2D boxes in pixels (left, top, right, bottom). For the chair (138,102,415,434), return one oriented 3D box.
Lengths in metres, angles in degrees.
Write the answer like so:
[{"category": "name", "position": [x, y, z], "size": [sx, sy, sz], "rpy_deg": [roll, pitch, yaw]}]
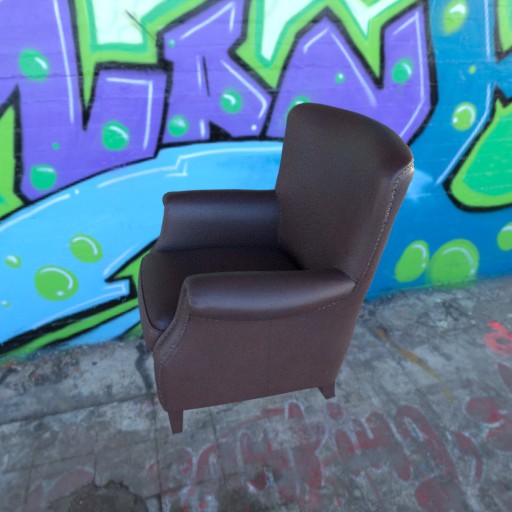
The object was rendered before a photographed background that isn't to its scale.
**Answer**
[{"category": "chair", "position": [0.000, 0.000, 1.382], "size": [0.746, 0.800, 0.700], "rpy_deg": [-8, 31, -13]}]
